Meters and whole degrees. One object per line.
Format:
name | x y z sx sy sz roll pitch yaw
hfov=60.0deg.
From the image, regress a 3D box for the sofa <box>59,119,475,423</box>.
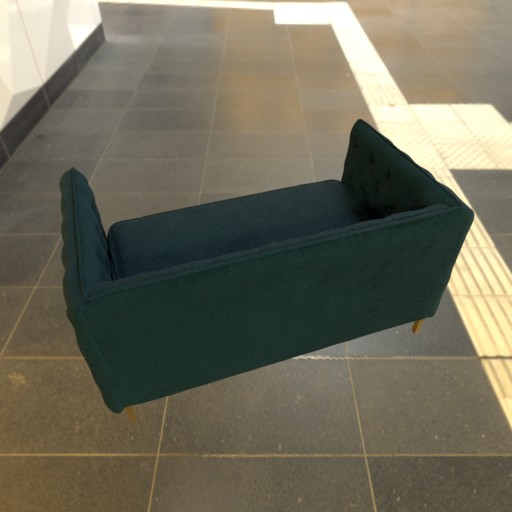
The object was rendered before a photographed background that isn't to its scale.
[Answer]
sofa | 0.000 0.000 2.110 1.583 0.810 0.909 -13 44 -14
